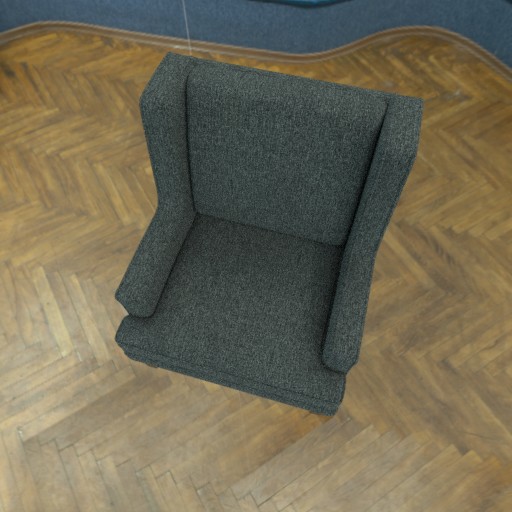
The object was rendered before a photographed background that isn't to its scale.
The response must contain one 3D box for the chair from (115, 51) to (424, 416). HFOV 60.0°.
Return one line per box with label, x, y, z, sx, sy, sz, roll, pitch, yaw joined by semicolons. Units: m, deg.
chair;0.000;0.000;1.800;0.942;1.082;0.927;14;61;8
